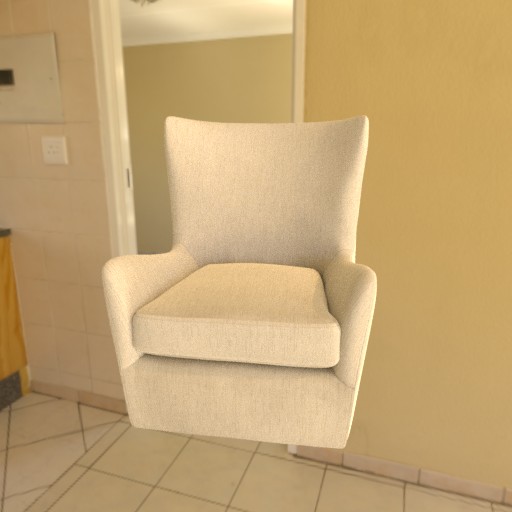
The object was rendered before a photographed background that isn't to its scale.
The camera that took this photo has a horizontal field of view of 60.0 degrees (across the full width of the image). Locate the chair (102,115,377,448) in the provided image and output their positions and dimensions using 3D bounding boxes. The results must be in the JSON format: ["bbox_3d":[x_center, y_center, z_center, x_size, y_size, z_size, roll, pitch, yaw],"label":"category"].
[{"bbox_3d":[0.000,0.000,1.624,0.779,1.000,0.904,2,15,9],"label":"chair"}]
